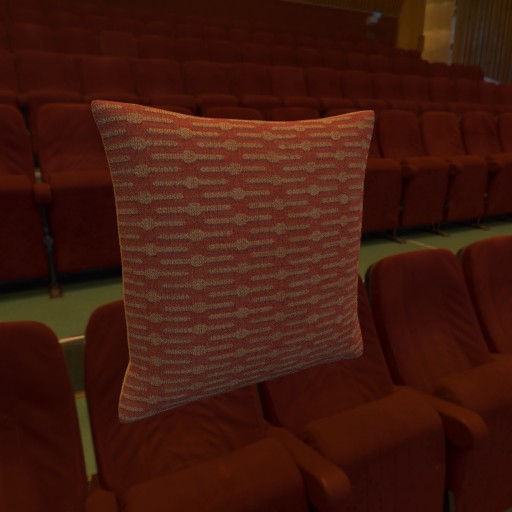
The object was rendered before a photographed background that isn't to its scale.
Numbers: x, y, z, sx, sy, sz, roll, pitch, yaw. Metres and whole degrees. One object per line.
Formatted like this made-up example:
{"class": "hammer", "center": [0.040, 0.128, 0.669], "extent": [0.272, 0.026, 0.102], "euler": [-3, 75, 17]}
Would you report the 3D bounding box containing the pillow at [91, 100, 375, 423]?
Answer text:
{"class": "pillow", "center": [0.000, 0.000, 0.780], "extent": [0.511, 0.503, 0.182], "euler": [-8, 17, -27]}
